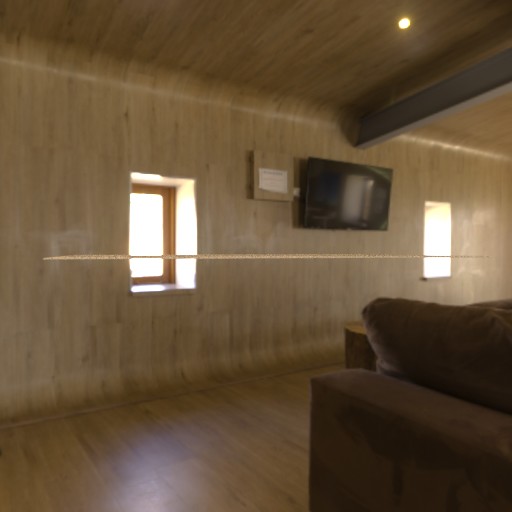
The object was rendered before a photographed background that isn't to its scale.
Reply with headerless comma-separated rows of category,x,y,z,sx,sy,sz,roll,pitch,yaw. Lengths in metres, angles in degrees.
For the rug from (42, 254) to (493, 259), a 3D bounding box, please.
rug,0.000,0.000,2.278,1.828,0.005,1.219,0,1,-18
